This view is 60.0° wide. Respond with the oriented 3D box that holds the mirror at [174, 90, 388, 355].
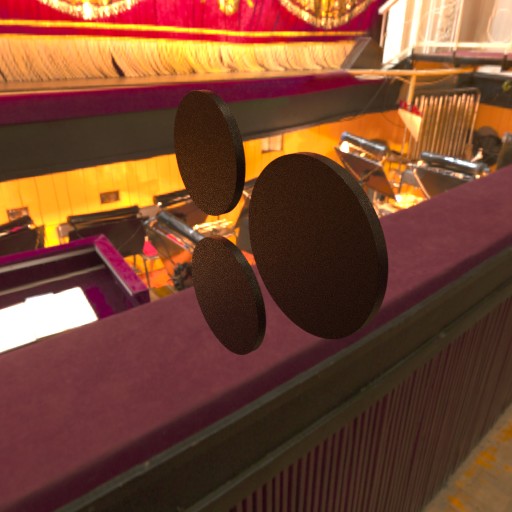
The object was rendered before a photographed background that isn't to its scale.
[{"bbox_3d":[0.000,0.000,3.134,0.076,2.096,2.160,-18,32,-32],"label":"mirror"}]
